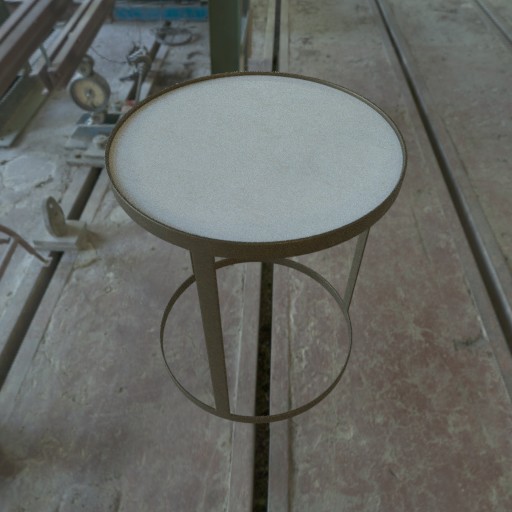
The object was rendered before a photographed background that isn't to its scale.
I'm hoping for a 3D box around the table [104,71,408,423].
[{"bbox_3d":[0.000,0.000,0.927,0.480,0.565,0.480,0,47,0],"label":"table"}]
